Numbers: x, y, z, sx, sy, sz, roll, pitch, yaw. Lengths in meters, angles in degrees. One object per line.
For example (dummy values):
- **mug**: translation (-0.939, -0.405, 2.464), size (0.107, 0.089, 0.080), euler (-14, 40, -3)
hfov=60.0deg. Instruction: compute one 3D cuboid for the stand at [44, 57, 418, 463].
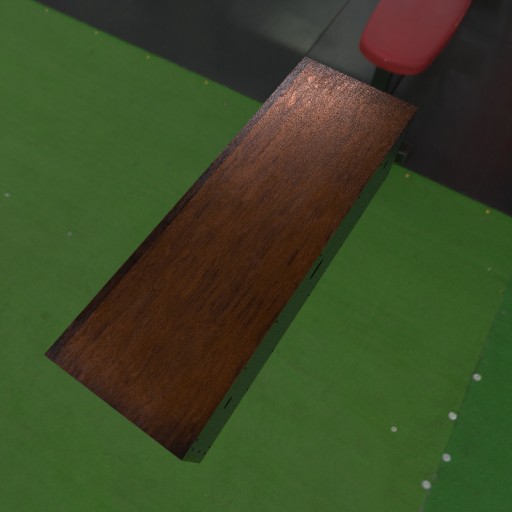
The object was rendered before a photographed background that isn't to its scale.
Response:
- **stand**: translation (0.000, 0.000, 1.661), size (0.481, 0.610, 1.372), euler (31, 68, 14)
